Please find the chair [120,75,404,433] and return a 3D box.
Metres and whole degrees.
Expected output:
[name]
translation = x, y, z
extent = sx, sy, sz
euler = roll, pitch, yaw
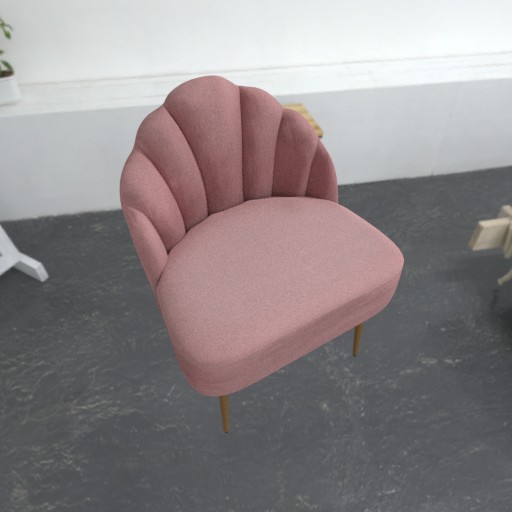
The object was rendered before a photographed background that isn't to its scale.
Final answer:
[chair]
translation = 0.000, 0.000, 1.265
extent = 0.657, 0.819, 0.599
euler = -24, 50, -22
